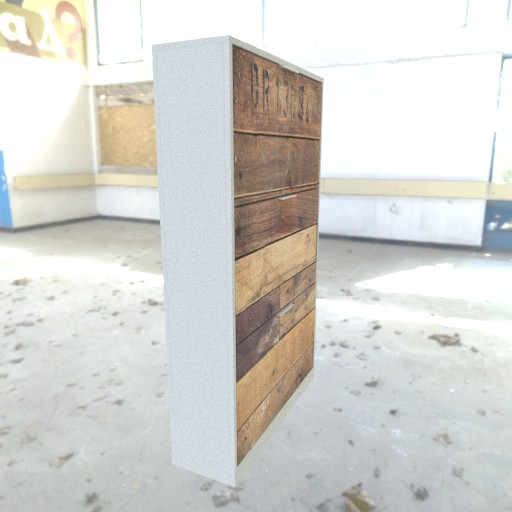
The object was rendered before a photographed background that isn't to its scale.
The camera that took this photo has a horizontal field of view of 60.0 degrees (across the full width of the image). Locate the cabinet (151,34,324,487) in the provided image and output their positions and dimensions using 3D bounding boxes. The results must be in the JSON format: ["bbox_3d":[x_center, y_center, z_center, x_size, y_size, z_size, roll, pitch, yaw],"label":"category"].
[{"bbox_3d":[0.000,0.000,1.589,0.250,1.280,0.750,6,15,25],"label":"cabinet"}]
